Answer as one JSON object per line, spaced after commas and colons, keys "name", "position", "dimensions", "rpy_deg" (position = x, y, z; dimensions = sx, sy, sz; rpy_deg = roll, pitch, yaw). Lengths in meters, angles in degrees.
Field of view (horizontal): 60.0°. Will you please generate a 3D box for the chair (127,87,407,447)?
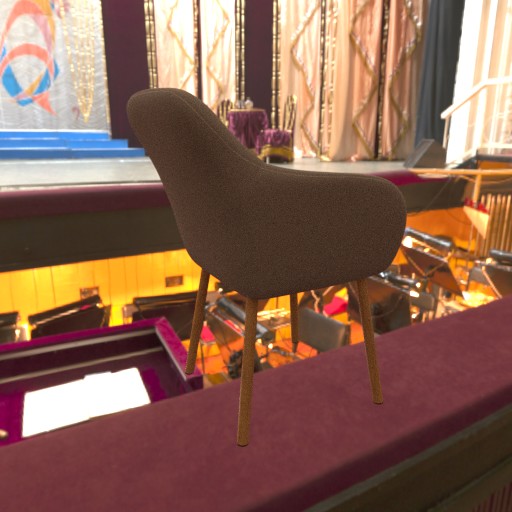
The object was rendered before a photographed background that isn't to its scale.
{"name": "chair", "position": [0.000, 0.000, 1.212], "dimensions": [0.590, 0.830, 0.570], "rpy_deg": [-8, 17, -27]}
